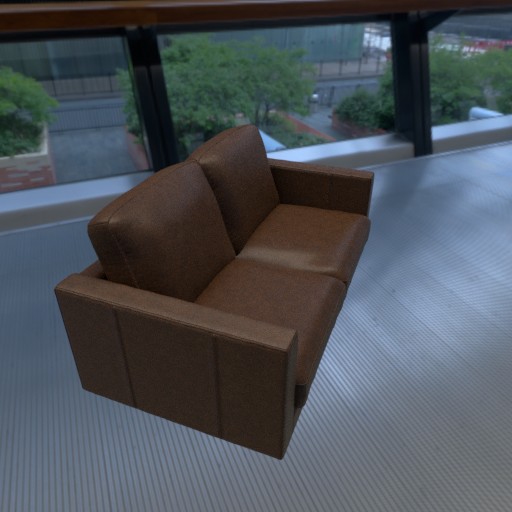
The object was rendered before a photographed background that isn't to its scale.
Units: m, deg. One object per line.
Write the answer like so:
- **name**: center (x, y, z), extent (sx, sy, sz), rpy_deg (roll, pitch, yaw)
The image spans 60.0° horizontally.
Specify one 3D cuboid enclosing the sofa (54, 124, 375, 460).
- **sofa**: center (0.000, 0.000, 2.145), extent (0.909, 0.951, 1.578), rpy_deg (12, 33, 19)
